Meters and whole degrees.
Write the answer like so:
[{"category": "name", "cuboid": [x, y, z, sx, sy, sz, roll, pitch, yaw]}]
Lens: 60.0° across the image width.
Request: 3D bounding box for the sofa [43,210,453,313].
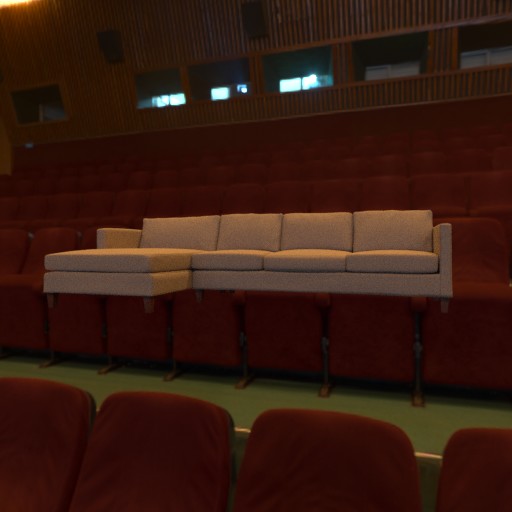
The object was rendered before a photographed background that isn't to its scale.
[{"category": "sofa", "cuboid": [0.000, 0.000, 3.922, 3.186, 0.846, 1.625, 0, 1, 18]}]
